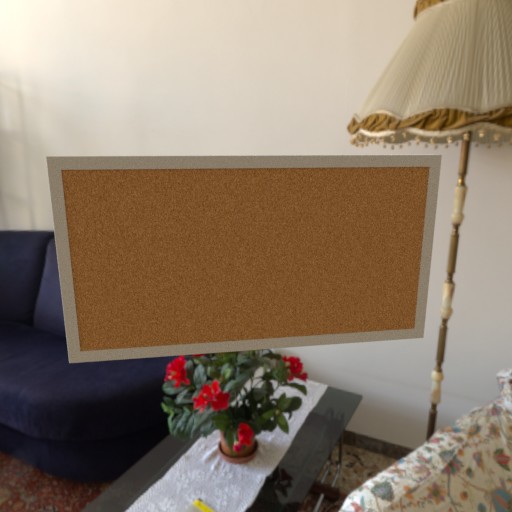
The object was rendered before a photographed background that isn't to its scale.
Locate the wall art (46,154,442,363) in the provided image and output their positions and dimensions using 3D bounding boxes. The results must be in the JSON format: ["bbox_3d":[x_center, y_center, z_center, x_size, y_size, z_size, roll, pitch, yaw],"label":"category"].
[{"bbox_3d":[0.000,0.000,0.973,0.812,0.431,0.038,-2,14,-9],"label":"wall art"}]
